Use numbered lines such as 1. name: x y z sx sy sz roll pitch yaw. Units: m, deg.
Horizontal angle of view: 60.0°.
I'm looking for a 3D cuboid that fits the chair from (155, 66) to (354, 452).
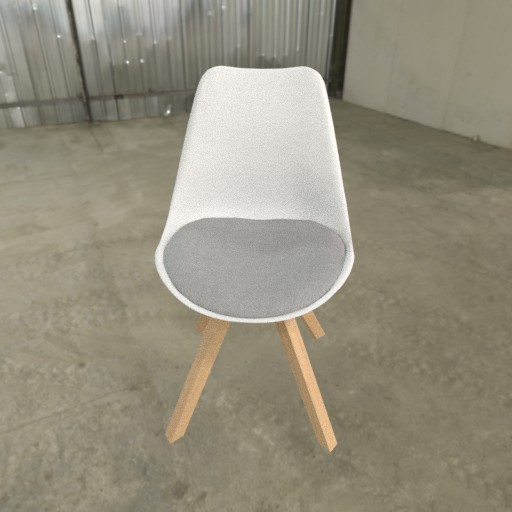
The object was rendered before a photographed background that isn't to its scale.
1. chair: 0.000 0.000 1.155 0.485 0.850 0.550 2 31 3
